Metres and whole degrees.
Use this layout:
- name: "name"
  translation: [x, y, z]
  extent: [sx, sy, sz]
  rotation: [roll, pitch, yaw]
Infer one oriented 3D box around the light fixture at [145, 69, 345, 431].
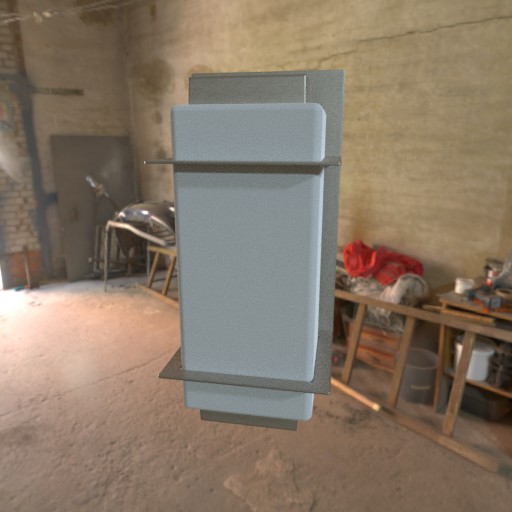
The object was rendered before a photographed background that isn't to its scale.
- name: "light fixture"
  translation: [0.000, 0.000, 0.470]
  extent: [0.168, 0.380, 0.160]
  rotation: [3, 15, 10]
